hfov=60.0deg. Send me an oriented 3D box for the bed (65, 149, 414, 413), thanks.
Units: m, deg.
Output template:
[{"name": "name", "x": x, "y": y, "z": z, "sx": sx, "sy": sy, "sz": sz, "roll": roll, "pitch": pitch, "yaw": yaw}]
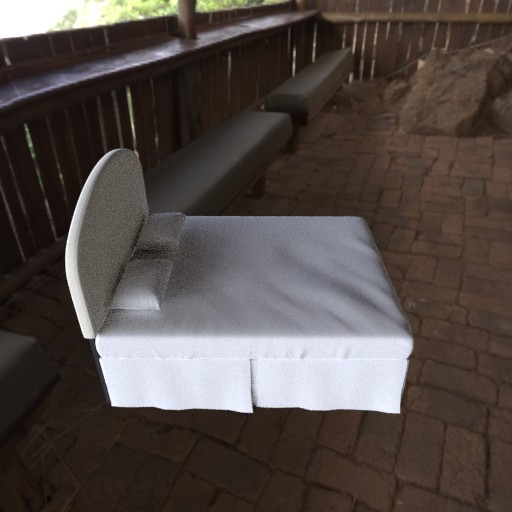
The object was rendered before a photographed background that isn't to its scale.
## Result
[{"name": "bed", "x": 0.000, "y": 0.000, "z": 3.167, "sx": 2.005, "sy": 1.410, "sz": 1.607, "roll": 0, "pitch": 34, "yaw": 0}]
